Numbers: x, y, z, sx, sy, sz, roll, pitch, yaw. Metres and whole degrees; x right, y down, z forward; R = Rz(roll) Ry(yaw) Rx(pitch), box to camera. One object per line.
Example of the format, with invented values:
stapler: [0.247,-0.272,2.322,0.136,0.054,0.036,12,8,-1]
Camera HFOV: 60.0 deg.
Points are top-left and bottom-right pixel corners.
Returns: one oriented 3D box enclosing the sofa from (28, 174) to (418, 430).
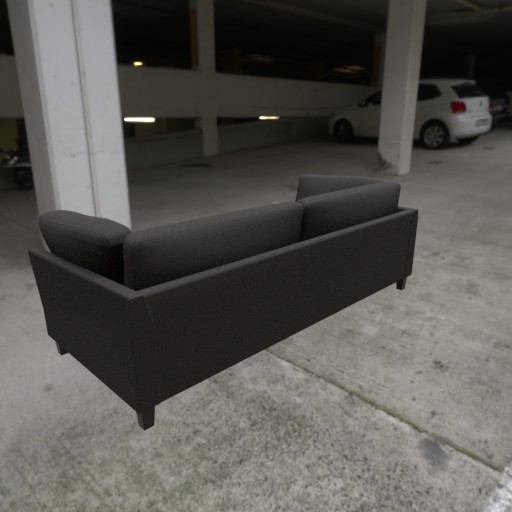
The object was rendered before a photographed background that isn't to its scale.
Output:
sofa: [0.000,0.000,2.723,2.312,0.792,0.969,-17,24,-42]
